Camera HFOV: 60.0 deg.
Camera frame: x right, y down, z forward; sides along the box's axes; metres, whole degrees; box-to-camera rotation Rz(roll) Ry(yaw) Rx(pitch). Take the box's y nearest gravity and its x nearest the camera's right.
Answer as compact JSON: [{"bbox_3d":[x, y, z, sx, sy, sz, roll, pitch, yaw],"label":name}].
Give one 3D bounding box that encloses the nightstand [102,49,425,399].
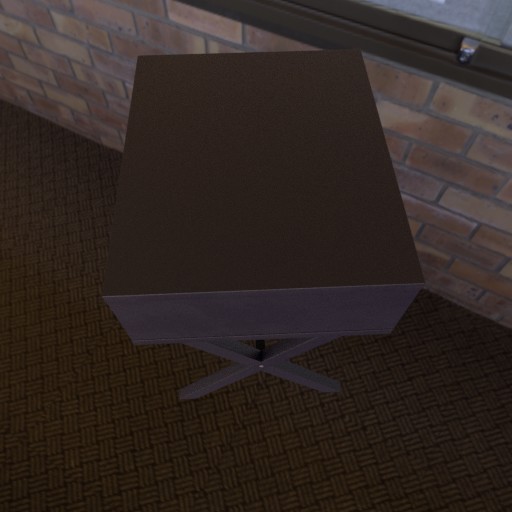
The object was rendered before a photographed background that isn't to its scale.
[{"bbox_3d":[0.000,0.000,0.937,0.402,0.623,0.479,-2,59,-1],"label":"nightstand"}]
